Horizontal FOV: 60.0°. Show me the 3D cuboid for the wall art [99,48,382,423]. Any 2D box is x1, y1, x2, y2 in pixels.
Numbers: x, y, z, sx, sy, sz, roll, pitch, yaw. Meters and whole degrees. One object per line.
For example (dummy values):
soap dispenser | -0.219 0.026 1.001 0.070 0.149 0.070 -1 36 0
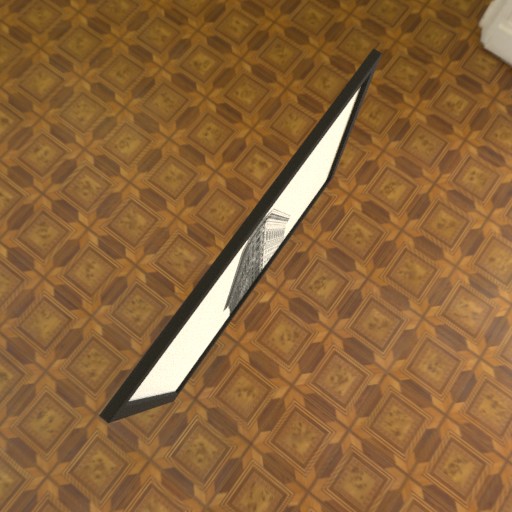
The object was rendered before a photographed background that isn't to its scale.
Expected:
wall art | 0.000 0.000 1.224 0.049 0.659 0.964 36 78 9
